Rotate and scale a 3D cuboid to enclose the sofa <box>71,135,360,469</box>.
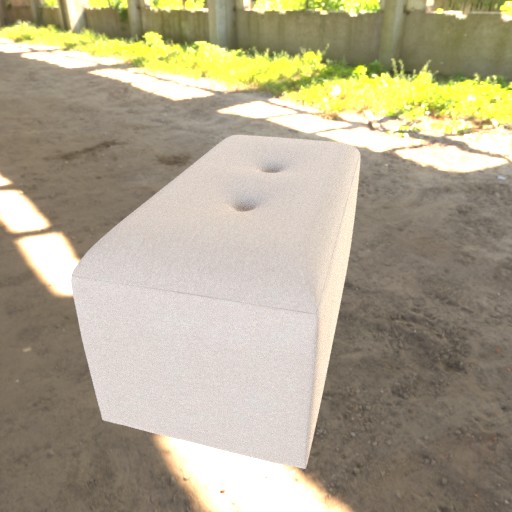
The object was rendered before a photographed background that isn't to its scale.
[{"bbox_3d":[0.000,0.000,1.218,0.480,0.470,0.930,8,31,14],"label":"sofa"}]
